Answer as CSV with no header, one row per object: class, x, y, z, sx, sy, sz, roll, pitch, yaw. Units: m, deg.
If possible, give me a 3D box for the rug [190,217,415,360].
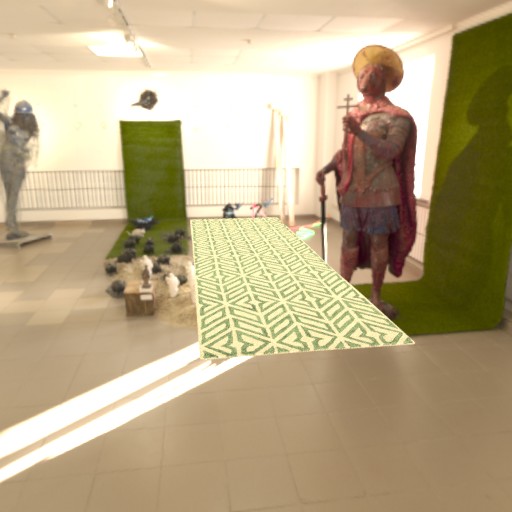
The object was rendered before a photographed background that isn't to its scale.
rug,0.000,0.000,2.654,0.750,0.009,2.435,-2,16,-9
